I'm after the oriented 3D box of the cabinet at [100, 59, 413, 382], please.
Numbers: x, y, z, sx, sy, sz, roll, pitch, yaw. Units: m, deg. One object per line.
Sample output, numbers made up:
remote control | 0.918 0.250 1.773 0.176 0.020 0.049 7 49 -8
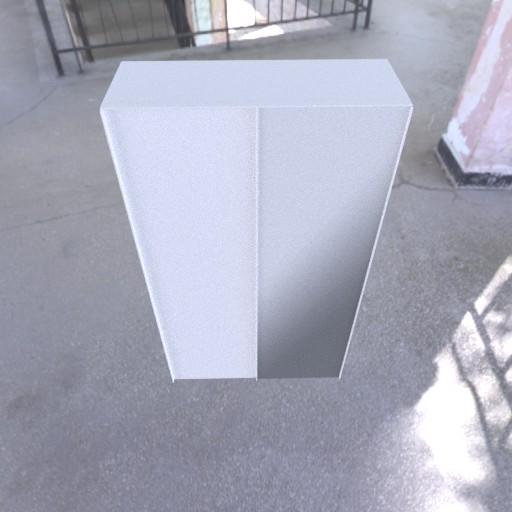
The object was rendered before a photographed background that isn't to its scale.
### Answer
cabinet | 0.000 0.000 2.685 1.250 2.160 0.480 -1 46 -1
